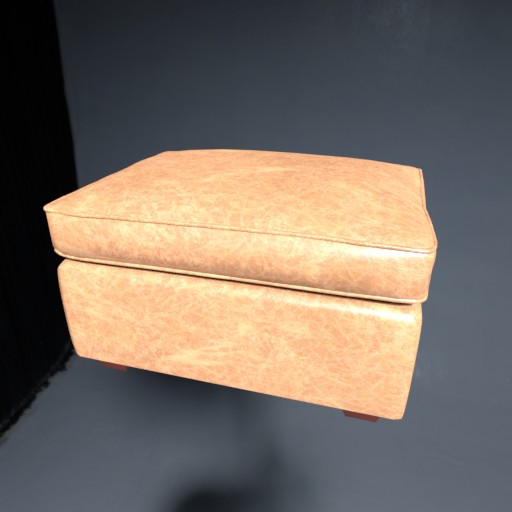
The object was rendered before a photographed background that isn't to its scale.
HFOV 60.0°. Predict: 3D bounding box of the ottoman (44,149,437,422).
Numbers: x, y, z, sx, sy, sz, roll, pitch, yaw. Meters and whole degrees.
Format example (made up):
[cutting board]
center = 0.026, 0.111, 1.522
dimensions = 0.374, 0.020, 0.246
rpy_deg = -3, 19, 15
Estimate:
[ottoman]
center = 0.000, 0.000, 1.088
dimensions = 0.756, 0.468, 0.554
rpy_deg = 7, 26, 14
